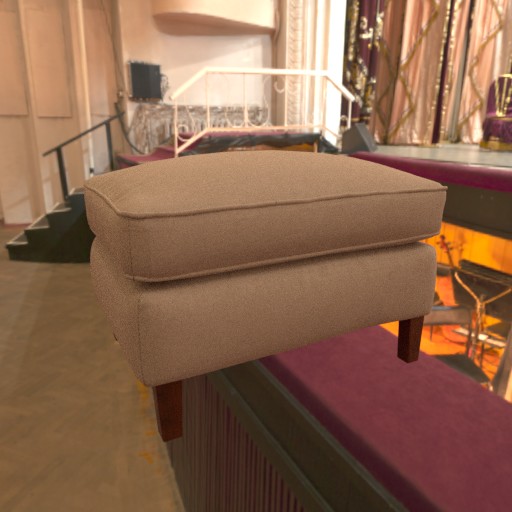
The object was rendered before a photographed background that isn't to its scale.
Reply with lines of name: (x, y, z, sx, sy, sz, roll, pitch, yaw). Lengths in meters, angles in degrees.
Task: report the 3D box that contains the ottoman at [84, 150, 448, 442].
ottoman: (0.000, 0.000, 0.990, 0.665, 0.456, 0.501, -8, 18, -26)
